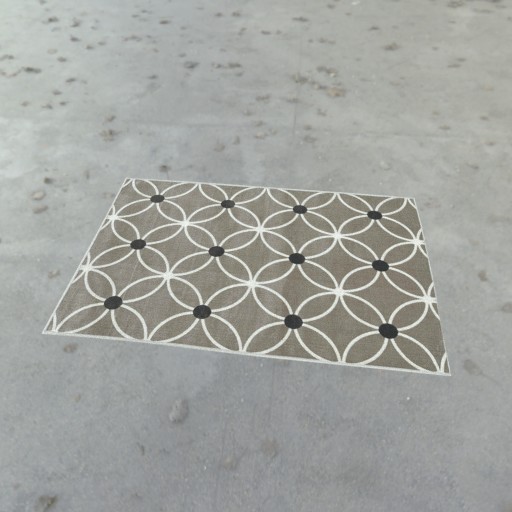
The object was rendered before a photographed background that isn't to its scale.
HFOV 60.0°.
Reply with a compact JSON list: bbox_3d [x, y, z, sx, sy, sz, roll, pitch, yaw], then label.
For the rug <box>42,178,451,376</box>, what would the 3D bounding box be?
[{"bbox_3d":[0.000,0.000,2.961,2.284,0.008,1.522,5,46,5],"label":"rug"}]
